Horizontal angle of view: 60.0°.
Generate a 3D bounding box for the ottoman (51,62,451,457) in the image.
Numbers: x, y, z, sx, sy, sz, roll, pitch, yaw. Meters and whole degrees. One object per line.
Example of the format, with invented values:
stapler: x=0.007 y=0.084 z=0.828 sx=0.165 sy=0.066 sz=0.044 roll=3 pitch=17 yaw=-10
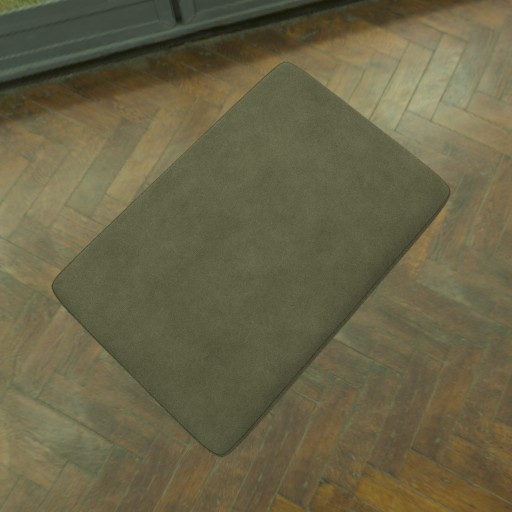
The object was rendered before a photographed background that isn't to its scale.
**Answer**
ottoman: x=0.000 y=0.000 z=1.227 sx=0.584 sy=0.483 sz=0.864 roll=42 pitch=80 yaw=9
